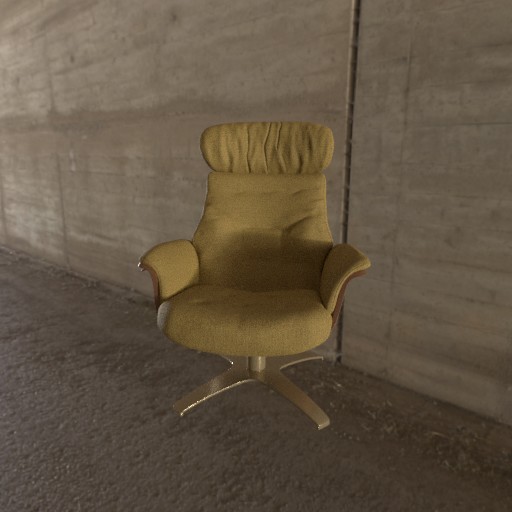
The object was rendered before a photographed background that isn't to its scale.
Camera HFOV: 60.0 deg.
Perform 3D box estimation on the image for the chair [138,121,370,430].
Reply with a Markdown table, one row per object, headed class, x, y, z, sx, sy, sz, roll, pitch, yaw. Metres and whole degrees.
| class | x | y | z | sx | sy | sz | roll | pitch | yaw |
| --- | --- | --- | --- | --- | --- | --- | --- | --- | --- |
| chair | 0.000 | 0.000 | 1.640 | 0.785 | 0.995 | 0.837 | 2 | 14 | 8 |
